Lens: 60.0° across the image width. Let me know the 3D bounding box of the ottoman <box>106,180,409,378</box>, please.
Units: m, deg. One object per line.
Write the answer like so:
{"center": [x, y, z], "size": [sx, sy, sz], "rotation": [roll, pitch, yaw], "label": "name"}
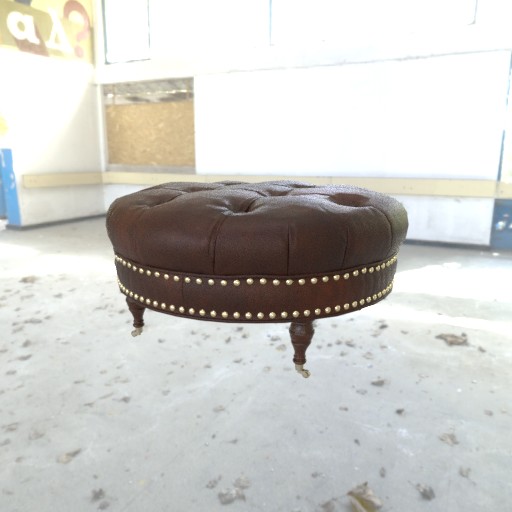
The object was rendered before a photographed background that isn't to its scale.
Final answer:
{"center": [0.000, 0.000, 1.406], "size": [0.901, 0.455, 0.901], "rotation": [0, 14, 0], "label": "ottoman"}
